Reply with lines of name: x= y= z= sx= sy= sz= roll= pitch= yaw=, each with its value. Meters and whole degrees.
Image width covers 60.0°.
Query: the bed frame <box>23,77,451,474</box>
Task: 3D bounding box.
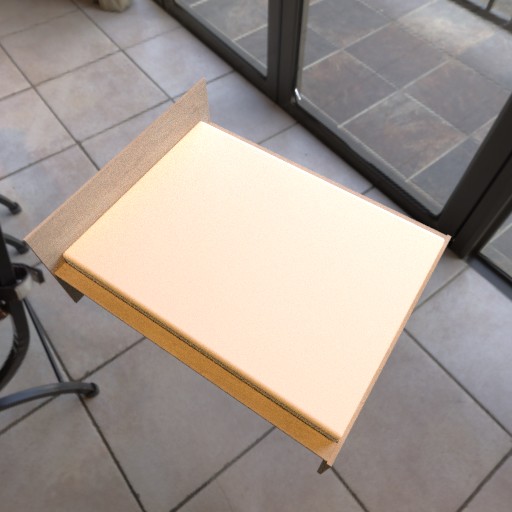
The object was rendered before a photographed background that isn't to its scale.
bed frame: x=0.000 y=0.000 z=2.817 sx=1.960 sy=0.800 sz=1.622 roll=30 pitch=63 yaw=17
